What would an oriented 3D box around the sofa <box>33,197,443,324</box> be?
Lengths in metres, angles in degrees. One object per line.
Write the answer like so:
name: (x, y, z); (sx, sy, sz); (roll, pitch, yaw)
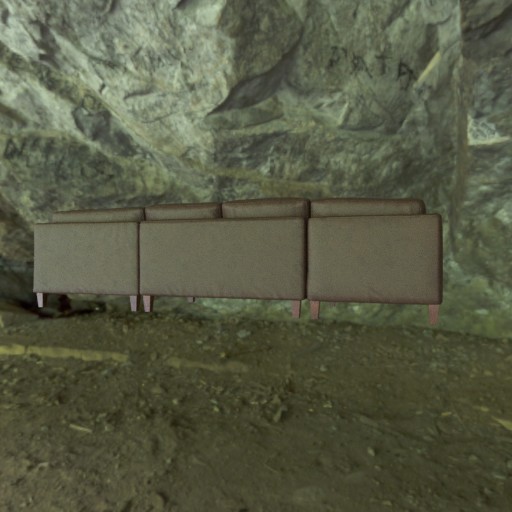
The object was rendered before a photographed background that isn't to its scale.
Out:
sofa: (0.000, 0.000, 4.679); (3.460, 0.923, 2.593); (0, 0, 18)
